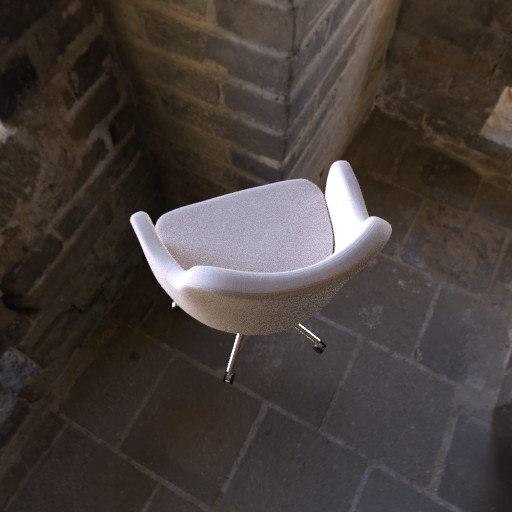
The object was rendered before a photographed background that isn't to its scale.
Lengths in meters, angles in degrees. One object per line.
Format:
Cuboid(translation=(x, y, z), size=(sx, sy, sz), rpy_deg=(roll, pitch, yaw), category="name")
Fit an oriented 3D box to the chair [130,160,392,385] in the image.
Cuboid(translation=(0.000, 0.000, 1.262), size=(0.602, 0.819, 0.647), rpy_deg=(-16, 61, -9), category="chair")
